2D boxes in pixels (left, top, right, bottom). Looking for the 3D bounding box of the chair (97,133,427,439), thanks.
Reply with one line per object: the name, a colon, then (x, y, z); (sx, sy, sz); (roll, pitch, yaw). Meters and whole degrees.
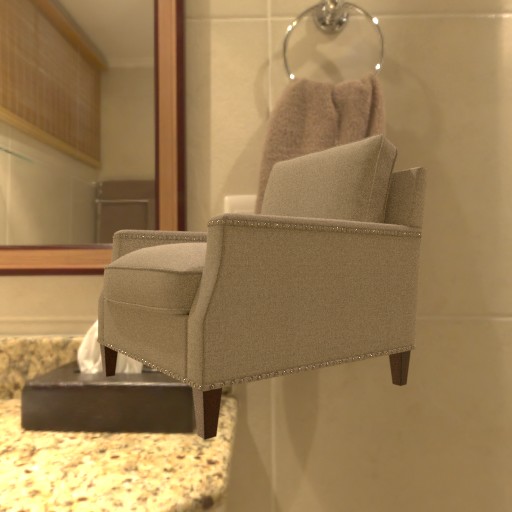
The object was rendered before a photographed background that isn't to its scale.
chair: (0.000, 0.000, 1.715); (1.014, 0.943, 0.853); (1, -1, -37)
